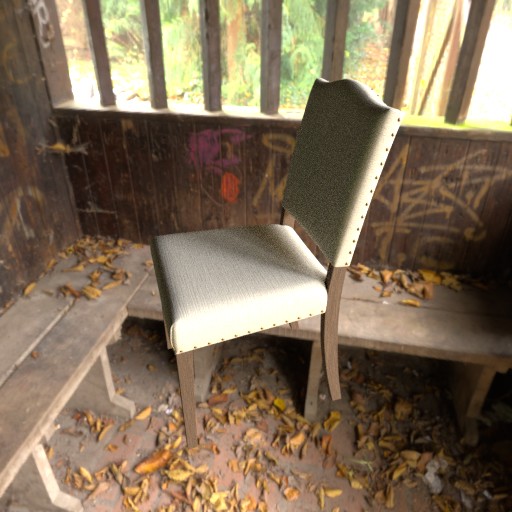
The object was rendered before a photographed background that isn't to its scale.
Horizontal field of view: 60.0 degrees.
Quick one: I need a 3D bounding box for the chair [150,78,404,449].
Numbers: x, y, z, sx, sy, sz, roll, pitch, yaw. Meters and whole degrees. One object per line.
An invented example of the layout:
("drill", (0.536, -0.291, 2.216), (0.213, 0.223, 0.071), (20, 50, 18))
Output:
("chair", (0.000, 0.000, 1.391), (0.619, 1.015, 0.508), (-9, 33, -15))
